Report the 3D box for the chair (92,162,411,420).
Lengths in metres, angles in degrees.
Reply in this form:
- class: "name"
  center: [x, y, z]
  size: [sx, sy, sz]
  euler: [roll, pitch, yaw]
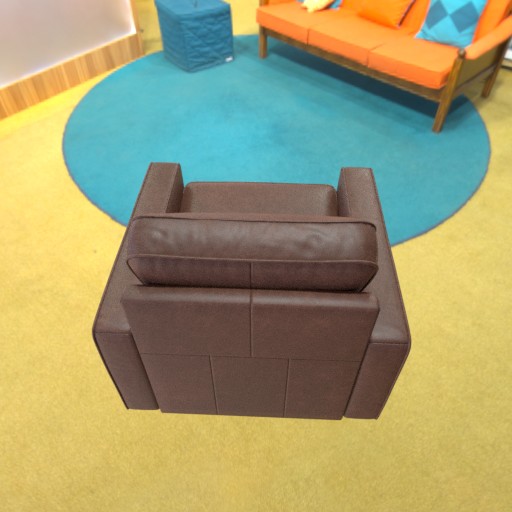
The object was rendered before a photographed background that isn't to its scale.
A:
- class: "chair"
  center: [0.000, 0.000, 1.742]
  size: [1.017, 0.919, 0.940]
  euler: [2, 47, 2]
